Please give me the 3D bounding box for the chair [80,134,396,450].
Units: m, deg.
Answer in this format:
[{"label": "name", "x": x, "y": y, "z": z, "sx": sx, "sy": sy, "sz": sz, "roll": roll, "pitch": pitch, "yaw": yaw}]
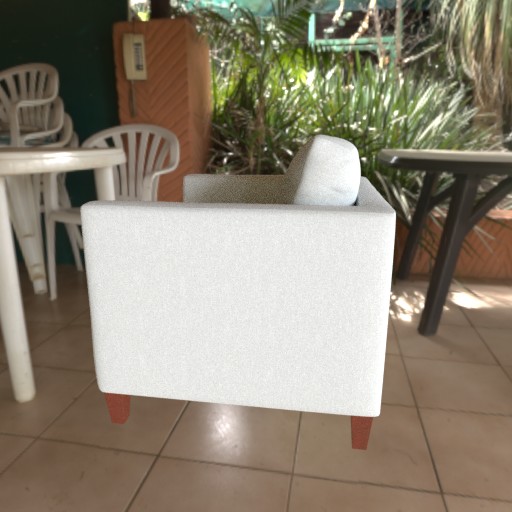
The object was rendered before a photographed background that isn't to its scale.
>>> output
[{"label": "chair", "x": 0.000, "y": 0.000, "z": 1.822, "sx": 0.953, "sy": 0.961, "sz": 1.107, "roll": 2, "pitch": 15, "yaw": 9}]
